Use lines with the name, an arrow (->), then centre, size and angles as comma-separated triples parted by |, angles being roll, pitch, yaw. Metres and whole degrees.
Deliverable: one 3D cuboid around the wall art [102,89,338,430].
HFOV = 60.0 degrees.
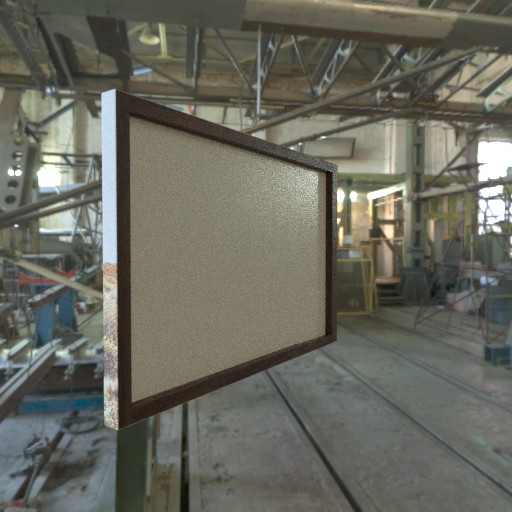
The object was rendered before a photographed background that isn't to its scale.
wall art -> 0.000, 0.000, 1.463 | 0.051, 0.761, 1.138 | 1, 2, 35
